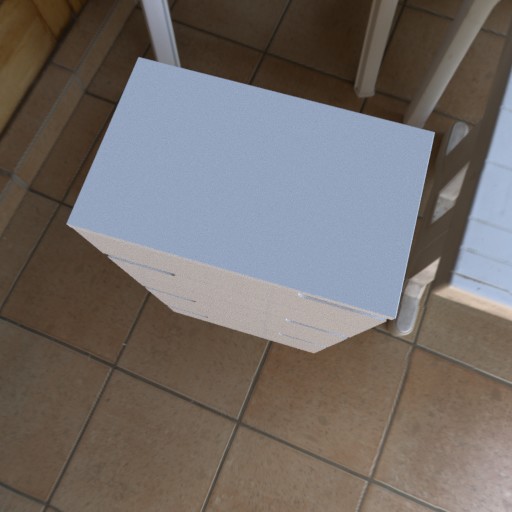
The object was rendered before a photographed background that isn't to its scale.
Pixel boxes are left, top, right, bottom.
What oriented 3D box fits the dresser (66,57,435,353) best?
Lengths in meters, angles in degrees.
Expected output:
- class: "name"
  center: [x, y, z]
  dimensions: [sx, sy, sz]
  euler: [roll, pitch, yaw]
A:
- class: "dresser"
  center: [0.000, 0.000, 1.459]
  dimensions: [0.650, 1.190, 0.400]
  euler: [16, 75, 4]
